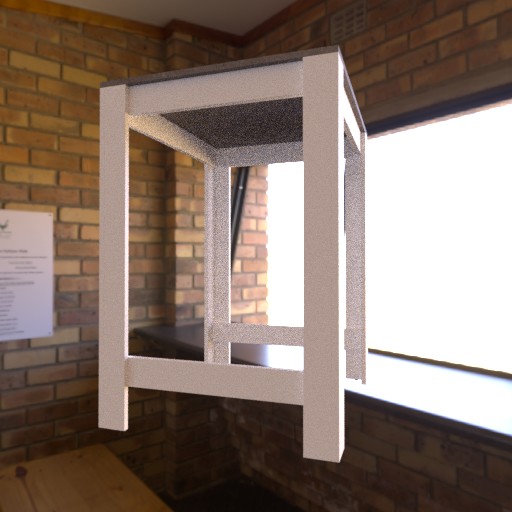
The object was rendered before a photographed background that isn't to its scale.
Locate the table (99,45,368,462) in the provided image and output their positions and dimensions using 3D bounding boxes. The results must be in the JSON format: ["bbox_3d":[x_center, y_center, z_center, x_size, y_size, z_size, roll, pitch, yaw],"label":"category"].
[{"bbox_3d":[0.000,0.000,1.567,0.700,1.020,0.800,0,-1,19],"label":"table"}]
